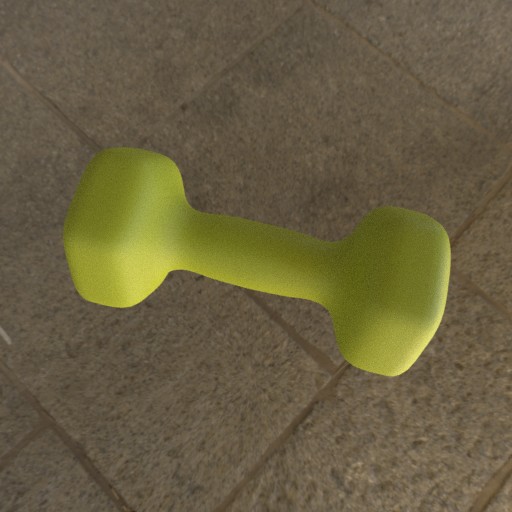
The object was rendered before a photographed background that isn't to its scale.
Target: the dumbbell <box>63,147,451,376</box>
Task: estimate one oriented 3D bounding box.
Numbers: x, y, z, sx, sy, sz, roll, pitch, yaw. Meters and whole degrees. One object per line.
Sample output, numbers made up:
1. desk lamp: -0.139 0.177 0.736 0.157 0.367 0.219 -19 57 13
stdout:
1. dumbbell: 0.000 0.000 0.208 0.164 0.072 0.080 14 75 4
